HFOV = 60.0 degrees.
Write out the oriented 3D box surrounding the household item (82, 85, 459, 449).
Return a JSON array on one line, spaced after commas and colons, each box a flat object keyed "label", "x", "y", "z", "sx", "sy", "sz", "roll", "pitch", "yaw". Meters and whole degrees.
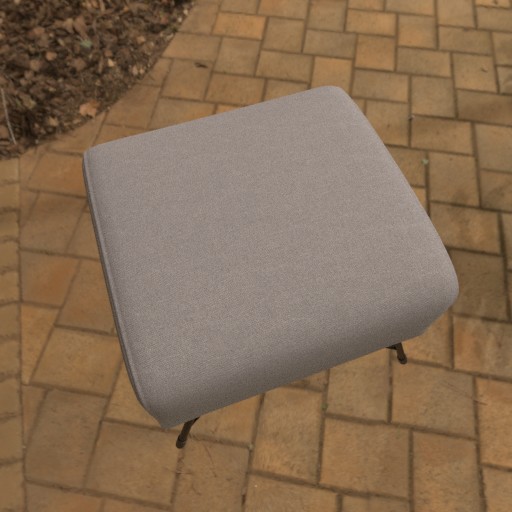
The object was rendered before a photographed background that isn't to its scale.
[{"label": "household item", "x": 0.000, "y": 0.000, "z": 0.875, "sx": 0.530, "sy": 0.410, "sz": 0.530, "roll": -18, "pitch": 64, "yaw": -9}]
